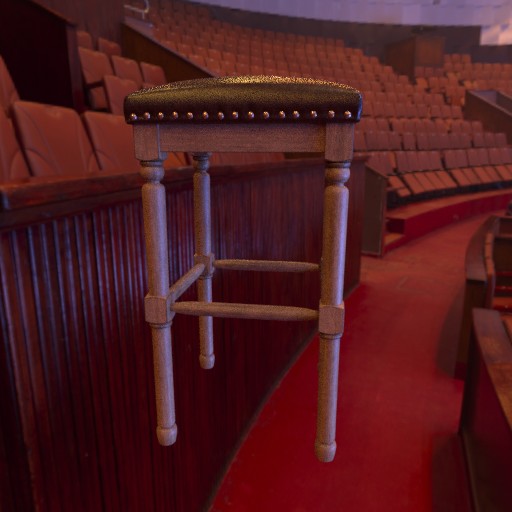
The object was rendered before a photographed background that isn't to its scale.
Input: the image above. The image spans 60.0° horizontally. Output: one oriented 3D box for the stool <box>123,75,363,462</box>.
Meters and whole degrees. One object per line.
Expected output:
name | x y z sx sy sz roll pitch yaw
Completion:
stool | 0.000 0.000 0.938 0.383 0.702 0.382 2 14 8
